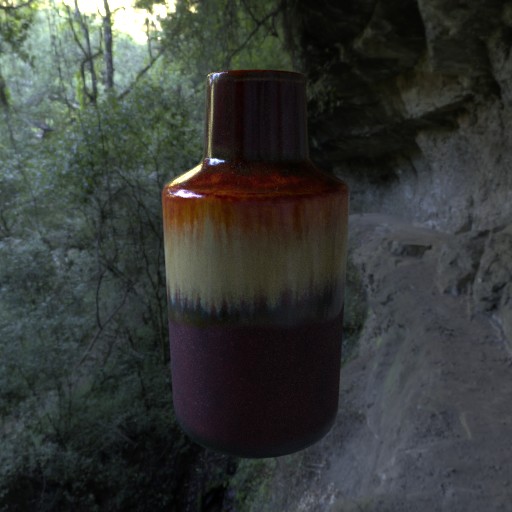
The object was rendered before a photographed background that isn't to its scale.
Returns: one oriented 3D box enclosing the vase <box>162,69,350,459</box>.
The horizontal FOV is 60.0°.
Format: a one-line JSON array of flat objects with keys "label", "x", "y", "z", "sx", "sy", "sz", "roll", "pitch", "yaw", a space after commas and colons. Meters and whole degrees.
[{"label": "vase", "x": 0.000, "y": 0.000, "z": 0.268, "sx": 0.108, "sy": 0.204, "sz": 0.108, "roll": 0, "pitch": 15, "yaw": 0}]
